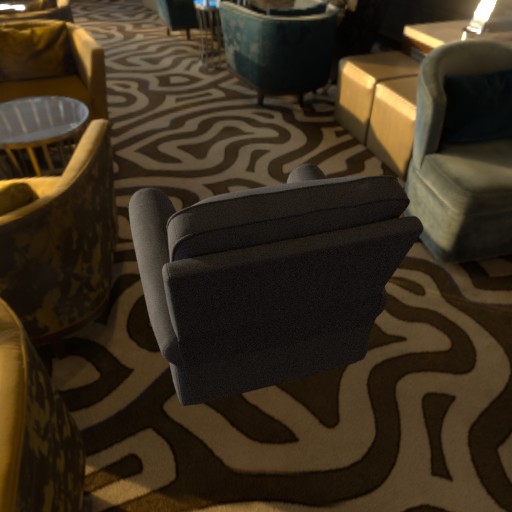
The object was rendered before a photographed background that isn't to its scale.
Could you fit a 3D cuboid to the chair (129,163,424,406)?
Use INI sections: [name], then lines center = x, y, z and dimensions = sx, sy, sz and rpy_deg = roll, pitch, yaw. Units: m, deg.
[chair]
center = 0.000, 0.000, 1.703
dimensions = 0.890, 0.961, 0.878
rpy_deg = -11, 42, -12
